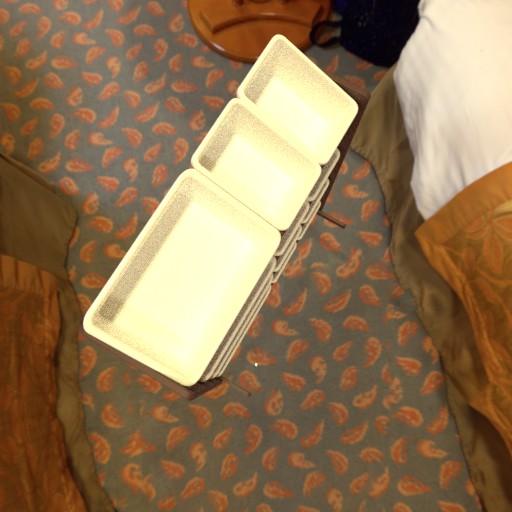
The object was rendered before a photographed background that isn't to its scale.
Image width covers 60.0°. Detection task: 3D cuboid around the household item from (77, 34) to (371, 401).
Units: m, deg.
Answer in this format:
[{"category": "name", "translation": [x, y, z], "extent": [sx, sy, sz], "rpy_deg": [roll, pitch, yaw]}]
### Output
[{"category": "household item", "translation": [0.000, 0.000, 1.297], "extent": [0.389, 0.864, 0.787], "rpy_deg": [30, 78, 7]}]
